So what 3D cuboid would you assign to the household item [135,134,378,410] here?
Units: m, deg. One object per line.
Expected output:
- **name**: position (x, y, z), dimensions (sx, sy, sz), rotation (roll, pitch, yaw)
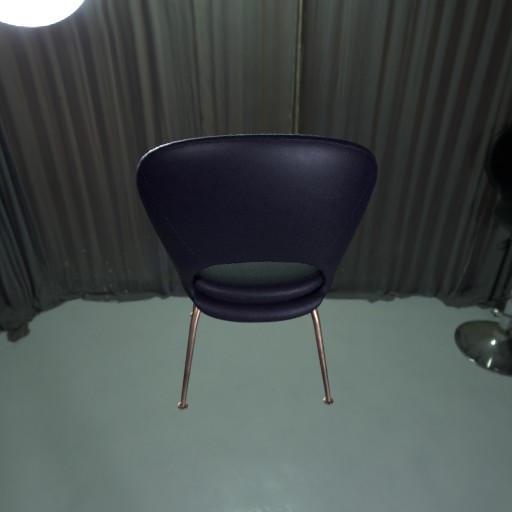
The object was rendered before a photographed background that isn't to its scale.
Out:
- **household item**: position (0.000, 0.000, 1.297), dimensions (0.623, 0.852, 0.573), rotation (-1, 30, -2)
